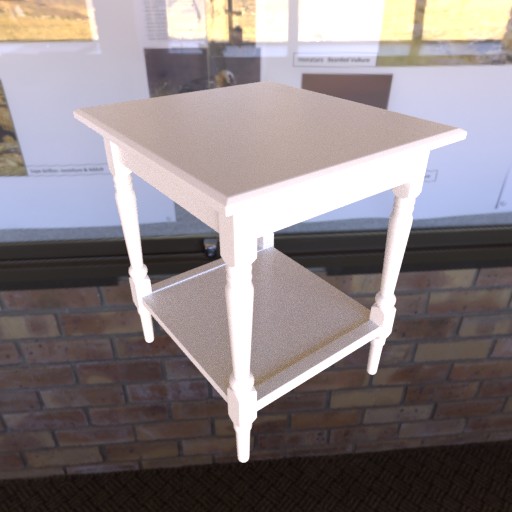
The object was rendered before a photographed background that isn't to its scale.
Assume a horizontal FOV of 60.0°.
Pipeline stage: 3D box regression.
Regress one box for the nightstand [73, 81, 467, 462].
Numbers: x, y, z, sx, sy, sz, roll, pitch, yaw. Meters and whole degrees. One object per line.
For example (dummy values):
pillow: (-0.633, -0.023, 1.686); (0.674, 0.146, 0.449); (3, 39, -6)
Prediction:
nightstand: (0.000, 0.000, 0.900); (0.459, 0.555, 0.505); (-22, 38, -31)
